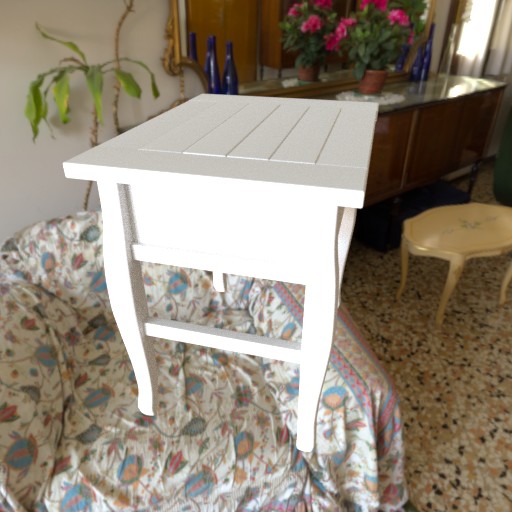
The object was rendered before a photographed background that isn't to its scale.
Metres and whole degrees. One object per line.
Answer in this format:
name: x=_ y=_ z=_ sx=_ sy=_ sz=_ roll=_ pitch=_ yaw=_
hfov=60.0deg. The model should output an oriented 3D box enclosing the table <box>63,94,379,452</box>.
table: x=0.000 y=0.000 z=1.037 sx=0.463 sy=0.605 sz=0.599 roll=8 pitch=31 yaw=13
